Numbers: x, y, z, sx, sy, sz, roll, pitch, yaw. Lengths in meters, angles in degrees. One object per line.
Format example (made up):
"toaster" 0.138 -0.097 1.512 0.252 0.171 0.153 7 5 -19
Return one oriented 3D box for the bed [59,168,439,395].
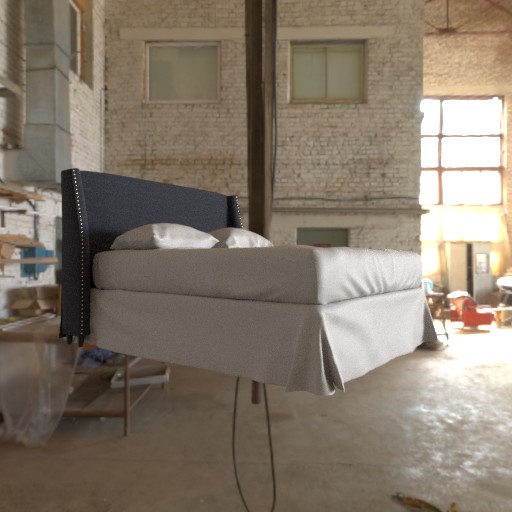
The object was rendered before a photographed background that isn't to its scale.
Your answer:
"bed" 0.000 0.000 3.391 2.276 1.332 1.925 0 0 38
